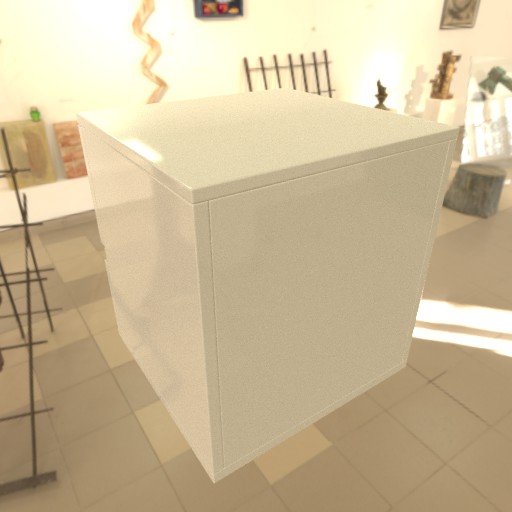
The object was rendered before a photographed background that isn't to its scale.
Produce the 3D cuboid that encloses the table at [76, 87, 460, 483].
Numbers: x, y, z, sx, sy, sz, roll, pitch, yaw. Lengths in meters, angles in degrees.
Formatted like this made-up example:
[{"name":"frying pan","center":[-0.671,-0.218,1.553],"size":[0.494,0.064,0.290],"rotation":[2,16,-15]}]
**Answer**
[{"name":"table","center":[0.000,0.000,0.779],"size":[0.420,0.470,0.400],"rotation":[-19,35,-29]}]
